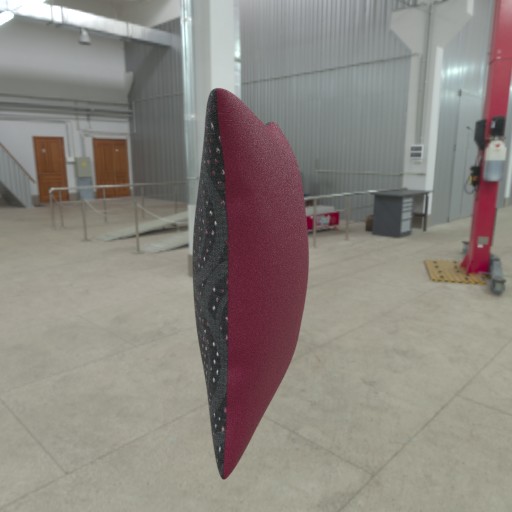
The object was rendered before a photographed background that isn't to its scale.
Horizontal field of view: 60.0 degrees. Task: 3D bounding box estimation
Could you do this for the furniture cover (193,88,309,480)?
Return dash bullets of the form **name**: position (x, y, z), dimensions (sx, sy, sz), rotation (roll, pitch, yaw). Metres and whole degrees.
- **furniture cover**: position (0.000, 0.000, 0.812), dimensions (0.193, 0.509, 0.552), rotation (2, 13, 9)
